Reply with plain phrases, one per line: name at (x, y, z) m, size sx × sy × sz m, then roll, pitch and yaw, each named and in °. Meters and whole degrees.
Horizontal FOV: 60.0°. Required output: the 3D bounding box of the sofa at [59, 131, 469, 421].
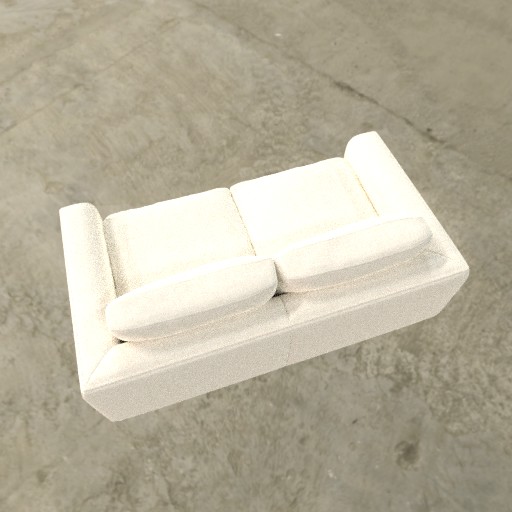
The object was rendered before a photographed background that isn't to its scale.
sofa at (0.000, 0.000, 2.399) m, size 1.920 × 0.801 × 1.069 m, roll -16°, pitch 59°, yaw -10°
